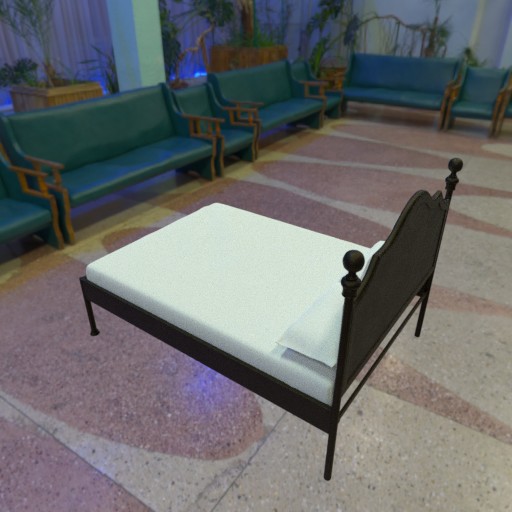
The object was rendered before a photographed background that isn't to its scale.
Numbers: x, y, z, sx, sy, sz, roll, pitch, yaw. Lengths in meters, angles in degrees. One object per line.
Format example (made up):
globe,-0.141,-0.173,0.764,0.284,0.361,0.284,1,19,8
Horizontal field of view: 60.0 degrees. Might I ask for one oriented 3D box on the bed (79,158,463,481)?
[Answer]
bed,0.000,0.000,3.273,2.224,1.499,1.642,20,35,31
